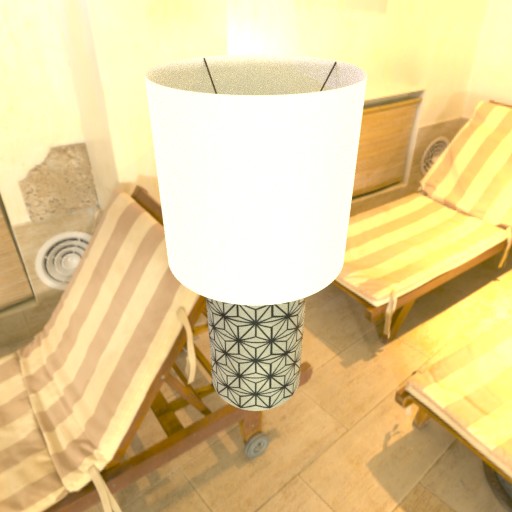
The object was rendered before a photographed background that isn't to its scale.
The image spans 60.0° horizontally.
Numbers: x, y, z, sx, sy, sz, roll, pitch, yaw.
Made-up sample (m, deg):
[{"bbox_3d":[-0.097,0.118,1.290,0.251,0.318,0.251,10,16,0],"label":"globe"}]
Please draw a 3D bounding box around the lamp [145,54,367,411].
[{"bbox_3d":[0.000,0.000,0.531,0.206,0.416,0.206,-21,38,-29],"label":"lamp"}]
